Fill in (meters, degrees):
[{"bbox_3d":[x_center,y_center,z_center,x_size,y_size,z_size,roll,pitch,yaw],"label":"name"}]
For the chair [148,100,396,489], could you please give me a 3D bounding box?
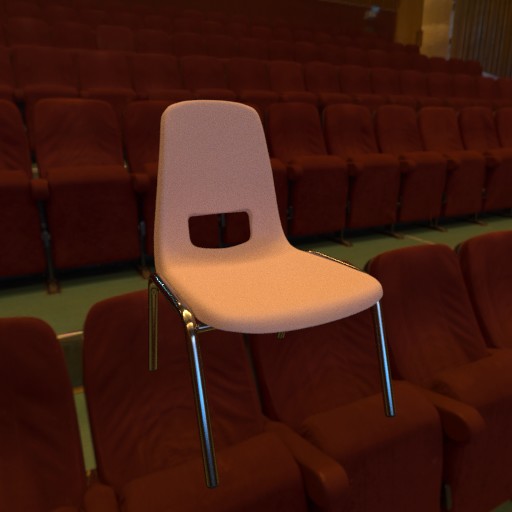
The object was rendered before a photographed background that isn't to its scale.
[{"bbox_3d":[0.000,0.000,0.780,0.354,0.537,0.385,-8,18,-27],"label":"chair"}]
